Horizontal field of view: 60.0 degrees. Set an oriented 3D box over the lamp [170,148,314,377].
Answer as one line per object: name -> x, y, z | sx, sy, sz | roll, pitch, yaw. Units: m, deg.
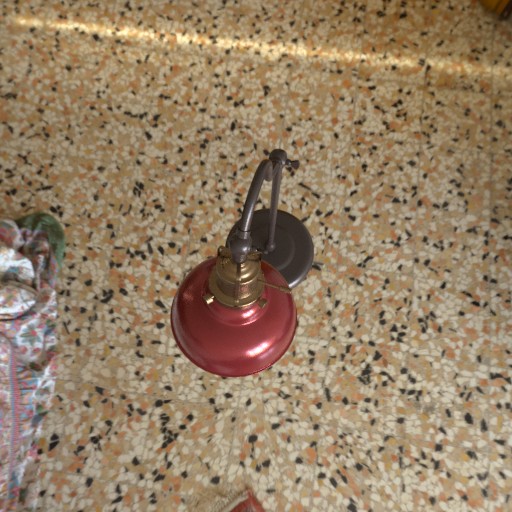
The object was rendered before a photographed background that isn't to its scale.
lamp -> 0.000, 0.000, 0.686 | 0.192, 0.508, 0.374 | 18, 74, 5
